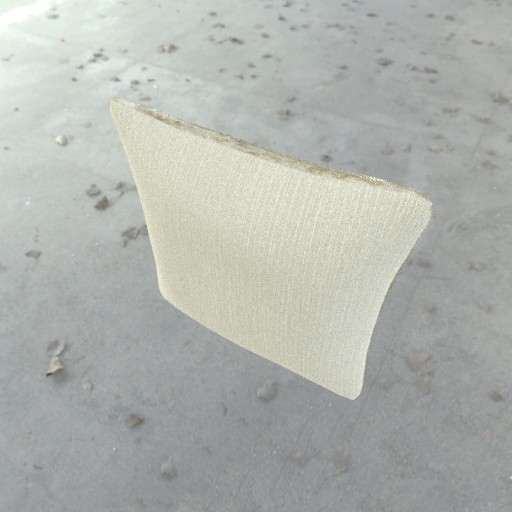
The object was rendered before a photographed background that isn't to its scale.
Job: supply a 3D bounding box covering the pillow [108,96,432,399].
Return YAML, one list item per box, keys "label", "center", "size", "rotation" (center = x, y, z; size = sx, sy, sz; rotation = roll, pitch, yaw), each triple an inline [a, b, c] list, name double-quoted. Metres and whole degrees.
- label: "pillow"
  center: [0.000, 0.000, 0.828]
  size: [0.538, 0.525, 0.216]
  rotation: [24, 51, 21]
